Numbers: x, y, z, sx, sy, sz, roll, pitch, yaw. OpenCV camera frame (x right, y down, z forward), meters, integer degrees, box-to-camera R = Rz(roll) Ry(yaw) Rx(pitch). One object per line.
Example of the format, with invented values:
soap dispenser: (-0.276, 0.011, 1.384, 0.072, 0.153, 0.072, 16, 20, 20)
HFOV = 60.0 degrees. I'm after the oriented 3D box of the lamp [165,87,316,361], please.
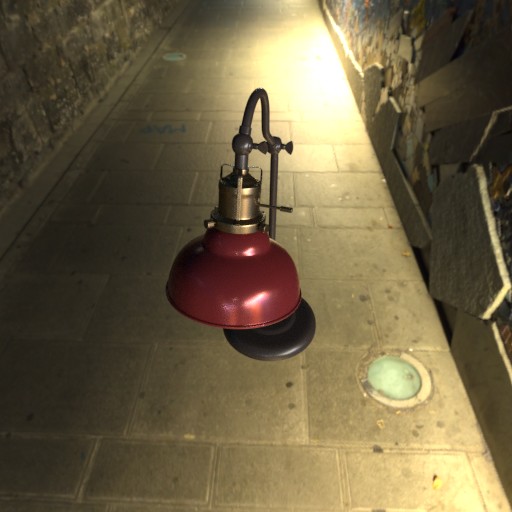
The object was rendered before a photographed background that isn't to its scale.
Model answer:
lamp: (0.000, 0.000, 0.685, 0.192, 0.508, 0.374, 11, 41, 13)
